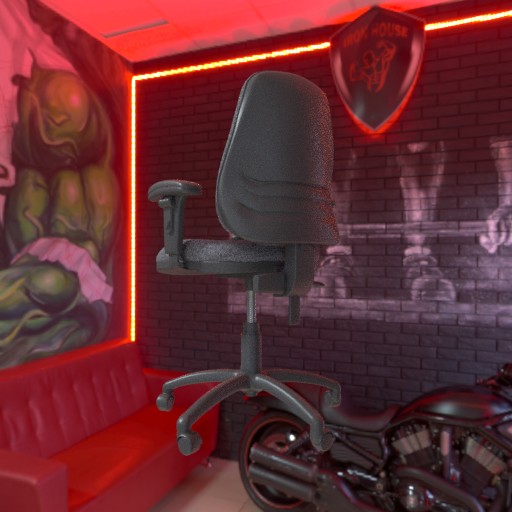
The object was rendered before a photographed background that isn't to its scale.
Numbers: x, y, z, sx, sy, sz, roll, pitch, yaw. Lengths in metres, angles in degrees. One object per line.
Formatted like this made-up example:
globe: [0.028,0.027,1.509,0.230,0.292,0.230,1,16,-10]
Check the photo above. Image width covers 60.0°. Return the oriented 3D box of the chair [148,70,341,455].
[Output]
chair: [0.000,0.000,1.238,0.550,0.910,0.530,0,0,-36]
